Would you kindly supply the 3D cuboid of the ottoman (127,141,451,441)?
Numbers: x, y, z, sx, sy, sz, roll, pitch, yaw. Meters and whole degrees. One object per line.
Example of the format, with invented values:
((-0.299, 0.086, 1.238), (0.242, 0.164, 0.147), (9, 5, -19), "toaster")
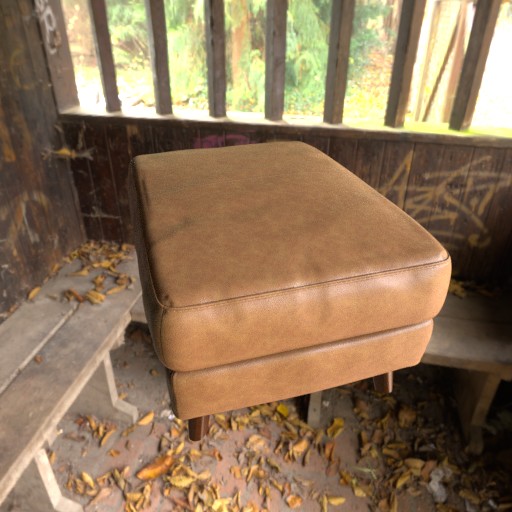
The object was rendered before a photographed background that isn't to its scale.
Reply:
((0.000, 0.000, 1.221), (0.630, 0.461, 0.869), (-9, 32, -14), "ottoman")
